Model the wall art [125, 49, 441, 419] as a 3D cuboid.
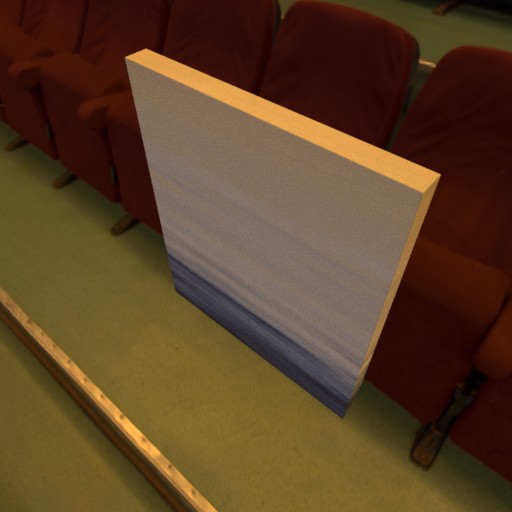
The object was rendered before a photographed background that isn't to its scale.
[{"bbox_3d":[0.000,0.000,0.698,0.435,0.511,0.037,33,55,26],"label":"wall art"}]
